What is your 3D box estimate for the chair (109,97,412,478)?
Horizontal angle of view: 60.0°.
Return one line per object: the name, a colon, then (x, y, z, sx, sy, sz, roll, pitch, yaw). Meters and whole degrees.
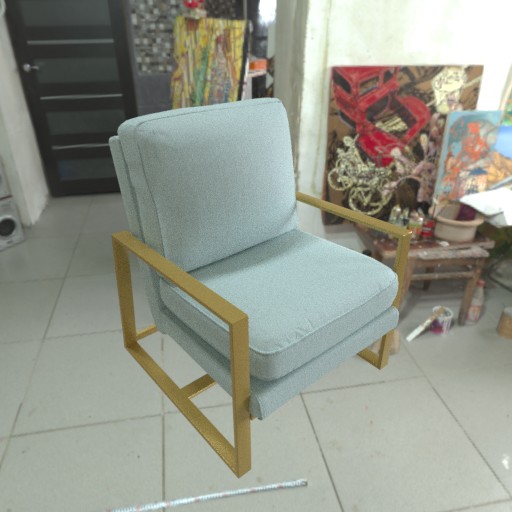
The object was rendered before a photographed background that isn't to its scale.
chair: (0.000, 0.000, 1.557, 0.758, 0.956, 0.813, -23, 37, -34)
